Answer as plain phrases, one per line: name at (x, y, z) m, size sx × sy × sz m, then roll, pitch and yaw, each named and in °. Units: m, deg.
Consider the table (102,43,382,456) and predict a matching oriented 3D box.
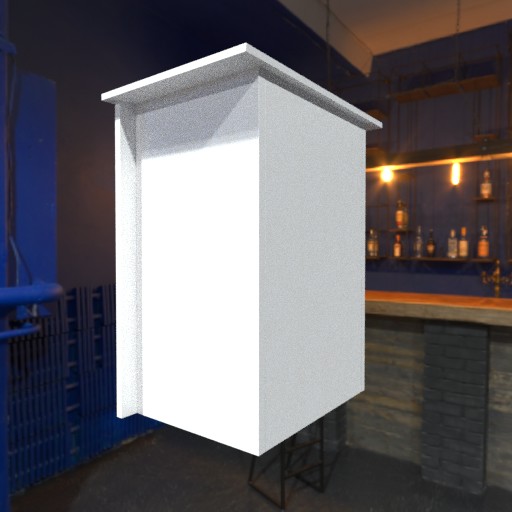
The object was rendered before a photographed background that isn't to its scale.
table at (0.000, 0.000, 1.089) m, size 0.406 × 0.711 × 0.589 m, roll 1°, pitch 1°, yaw 37°
